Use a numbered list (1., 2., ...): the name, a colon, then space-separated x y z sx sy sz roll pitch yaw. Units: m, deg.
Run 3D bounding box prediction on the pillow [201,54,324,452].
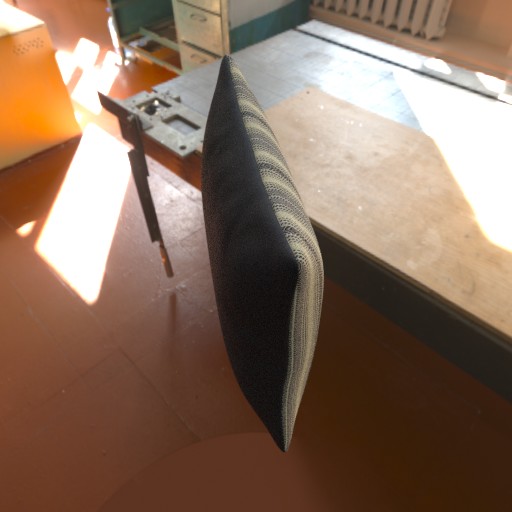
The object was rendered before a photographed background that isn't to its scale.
1. pillow: 0.000 0.000 0.795 0.166 0.508 0.520 -8 47 -7
